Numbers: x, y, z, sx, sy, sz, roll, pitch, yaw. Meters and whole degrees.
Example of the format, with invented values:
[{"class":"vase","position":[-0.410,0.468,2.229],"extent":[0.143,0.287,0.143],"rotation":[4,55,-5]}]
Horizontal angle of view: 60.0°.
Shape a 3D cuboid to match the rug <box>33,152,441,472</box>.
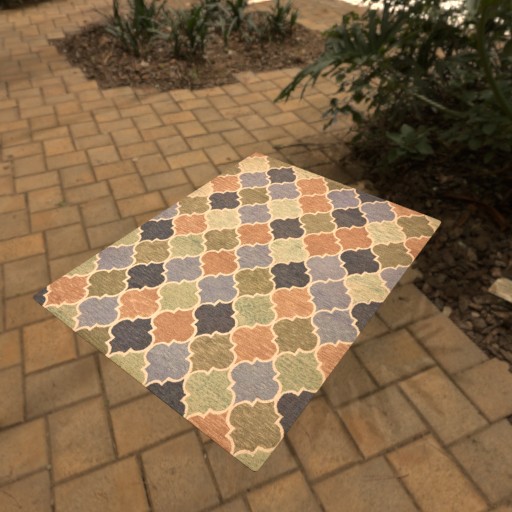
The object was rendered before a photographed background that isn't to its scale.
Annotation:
[{"class":"rug","position":[0.000,0.000,4.222],"extent":[2.439,0.013,3.200],"rotation":[27,48,27]}]
